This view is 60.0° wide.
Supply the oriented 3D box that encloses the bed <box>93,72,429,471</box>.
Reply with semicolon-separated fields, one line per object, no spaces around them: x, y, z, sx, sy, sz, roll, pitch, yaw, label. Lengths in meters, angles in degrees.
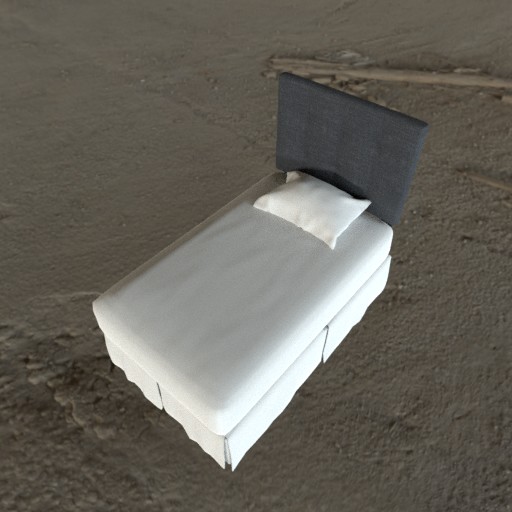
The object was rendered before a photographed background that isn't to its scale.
0.000;0.000;3.013;1.261;1.571;1.997;32;54;27;bed
